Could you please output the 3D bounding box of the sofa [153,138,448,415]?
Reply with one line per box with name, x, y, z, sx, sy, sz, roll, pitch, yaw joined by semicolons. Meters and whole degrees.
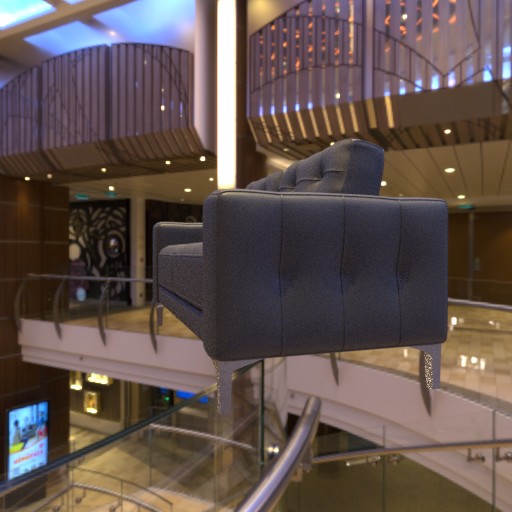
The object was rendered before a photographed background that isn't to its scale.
sofa;0.000;0.000;2.164;0.833;0.893;1.726;0;1;-19
